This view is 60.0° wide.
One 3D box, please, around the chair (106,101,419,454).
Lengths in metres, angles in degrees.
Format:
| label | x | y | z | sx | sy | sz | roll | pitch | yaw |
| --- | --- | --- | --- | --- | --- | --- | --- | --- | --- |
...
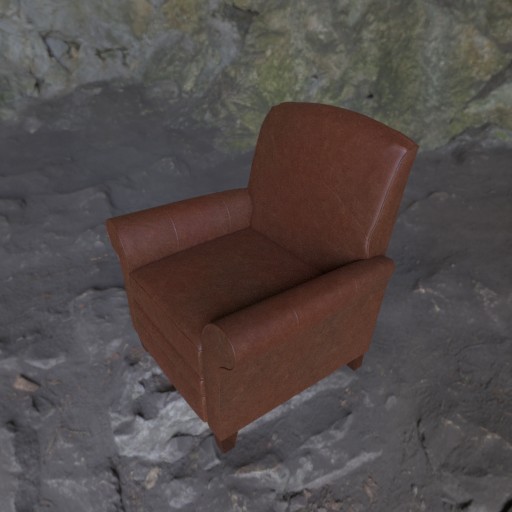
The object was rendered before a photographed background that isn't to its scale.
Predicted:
| label | x | y | z | sx | sy | sz | roll | pitch | yaw |
| --- | --- | --- | --- | --- | --- | --- | --- | --- | --- |
| chair | 0.000 | 0.000 | 1.802 | 0.902 | 1.061 | 0.978 | -21 | 37 | -31 |
